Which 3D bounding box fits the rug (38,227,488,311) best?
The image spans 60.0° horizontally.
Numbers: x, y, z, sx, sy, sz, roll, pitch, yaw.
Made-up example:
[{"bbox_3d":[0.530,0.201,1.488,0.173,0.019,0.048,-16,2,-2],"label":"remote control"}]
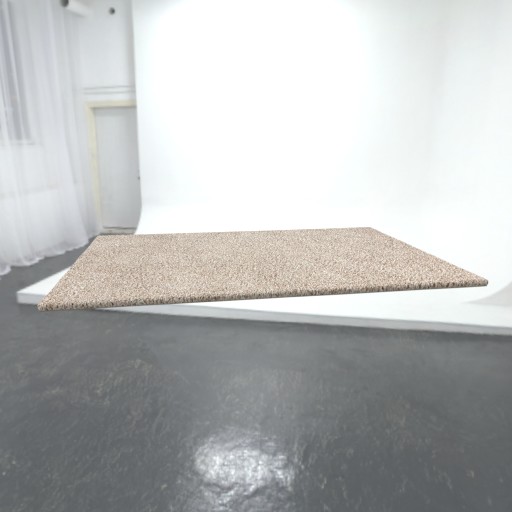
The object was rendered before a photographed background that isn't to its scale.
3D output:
[{"bbox_3d":[0.000,0.000,2.291,1.778,0.030,1.219,-2,15,-9],"label":"rug"}]
